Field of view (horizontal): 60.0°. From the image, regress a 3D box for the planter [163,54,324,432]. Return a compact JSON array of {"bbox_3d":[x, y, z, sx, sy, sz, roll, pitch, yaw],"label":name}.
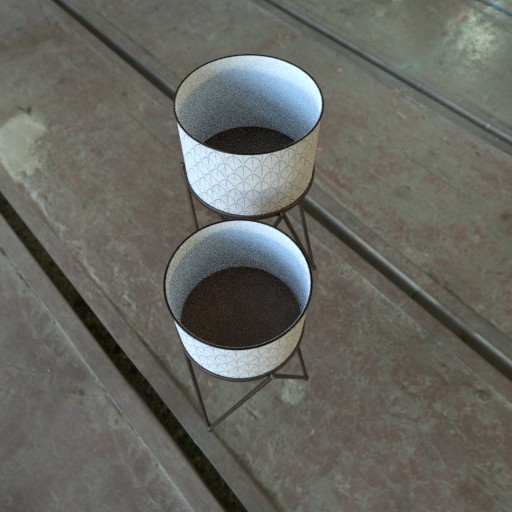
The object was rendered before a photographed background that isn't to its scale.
[{"bbox_3d":[0.000,0.000,1.179,0.413,0.712,0.769,2,58,1],"label":"planter"}]
